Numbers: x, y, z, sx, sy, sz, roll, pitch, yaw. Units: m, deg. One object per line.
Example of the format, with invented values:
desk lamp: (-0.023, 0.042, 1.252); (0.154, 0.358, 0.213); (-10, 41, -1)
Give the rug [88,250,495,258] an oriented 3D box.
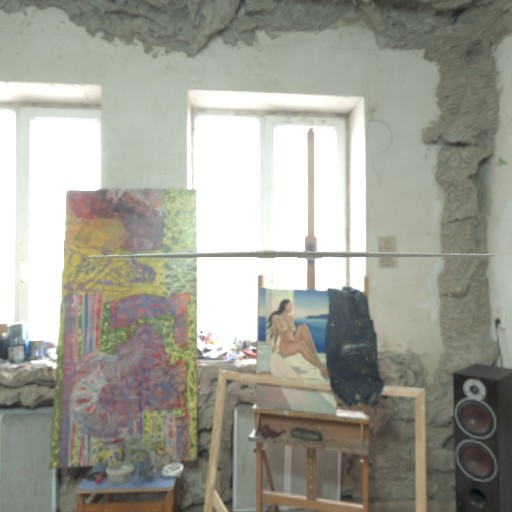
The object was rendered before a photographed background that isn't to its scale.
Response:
rug: (0.000, 0.000, 2.840); (1.514, 0.014, 2.275); (0, -1, -35)
